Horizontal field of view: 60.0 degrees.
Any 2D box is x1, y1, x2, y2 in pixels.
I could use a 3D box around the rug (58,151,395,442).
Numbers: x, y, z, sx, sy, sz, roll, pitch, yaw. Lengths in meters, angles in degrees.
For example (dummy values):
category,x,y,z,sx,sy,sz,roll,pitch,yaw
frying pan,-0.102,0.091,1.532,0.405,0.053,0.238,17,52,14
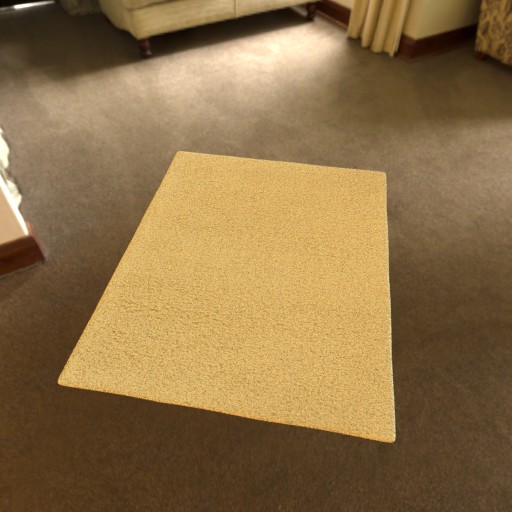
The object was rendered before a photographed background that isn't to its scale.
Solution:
category,x,y,z,sx,sy,sz,roll,pitch,yaw
rug,0.000,0.000,4.133,2.438,0.029,3.047,7,47,7
